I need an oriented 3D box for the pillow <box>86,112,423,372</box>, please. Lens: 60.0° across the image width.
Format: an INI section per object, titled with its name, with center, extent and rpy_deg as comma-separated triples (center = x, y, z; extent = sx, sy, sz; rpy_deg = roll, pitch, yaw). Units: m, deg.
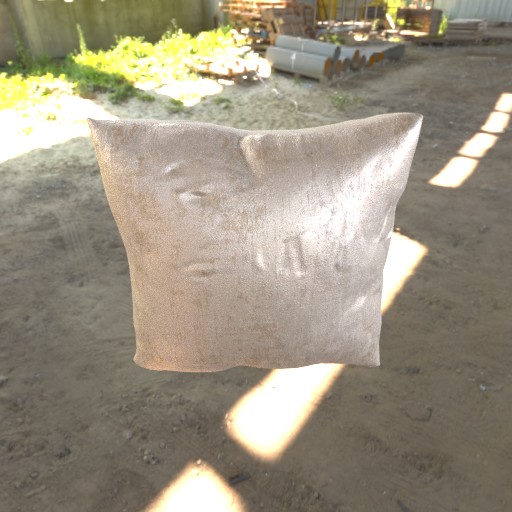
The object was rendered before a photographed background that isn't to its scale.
[pillow]
center = 0.000, 0.000, 0.704
extent = 0.450, 0.448, 0.245
rpy_deg = 1, 31, 1
